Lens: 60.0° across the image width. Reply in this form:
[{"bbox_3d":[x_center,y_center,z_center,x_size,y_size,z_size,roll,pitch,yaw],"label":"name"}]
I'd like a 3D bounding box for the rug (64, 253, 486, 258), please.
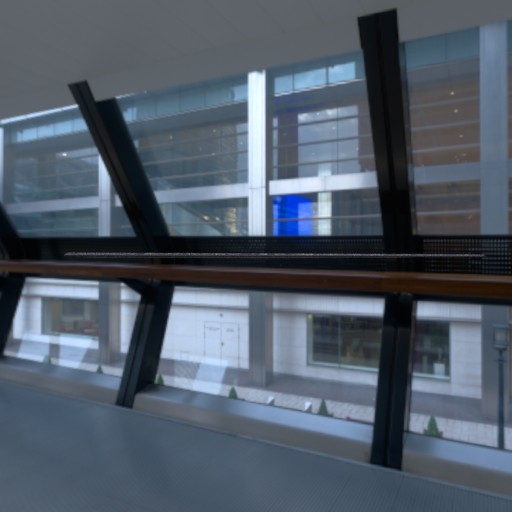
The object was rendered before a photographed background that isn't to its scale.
[{"bbox_3d":[0.000,0.000,4.826,3.612,0.035,2.716,0,0,-18],"label":"rug"}]
